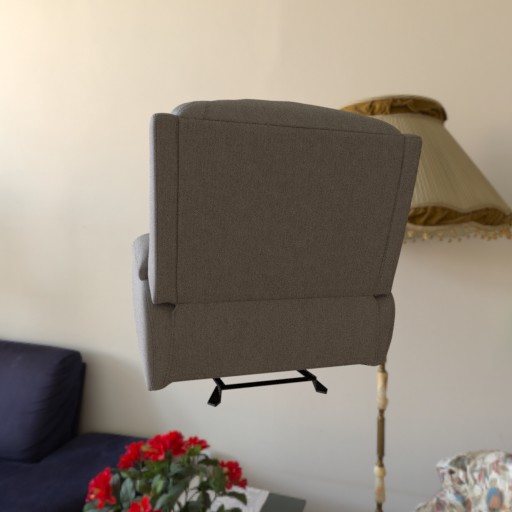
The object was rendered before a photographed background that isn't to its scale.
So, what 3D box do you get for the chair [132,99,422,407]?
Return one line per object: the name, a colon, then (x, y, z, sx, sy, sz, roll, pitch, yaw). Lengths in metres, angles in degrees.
chair: (0.000, 0.000, 1.745, 0.930, 1.011, 0.899, -1, 2, -18)
